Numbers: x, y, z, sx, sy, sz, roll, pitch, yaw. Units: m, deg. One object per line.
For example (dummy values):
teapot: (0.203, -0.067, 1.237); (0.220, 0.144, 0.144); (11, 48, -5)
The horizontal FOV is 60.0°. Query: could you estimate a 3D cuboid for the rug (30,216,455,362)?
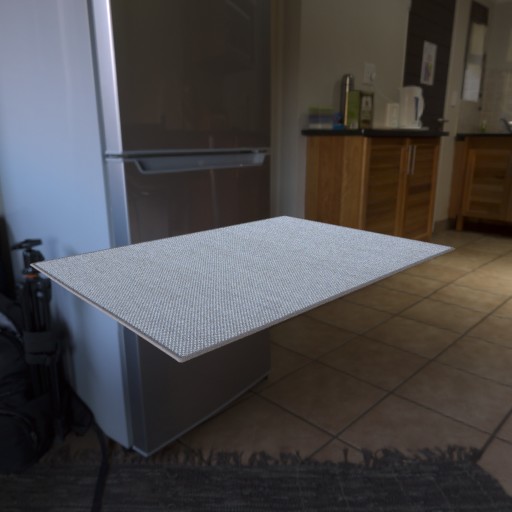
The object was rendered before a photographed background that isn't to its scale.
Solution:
rug: (0.000, 0.000, 2.686); (2.115, 0.013, 1.517); (-15, 22, -41)
